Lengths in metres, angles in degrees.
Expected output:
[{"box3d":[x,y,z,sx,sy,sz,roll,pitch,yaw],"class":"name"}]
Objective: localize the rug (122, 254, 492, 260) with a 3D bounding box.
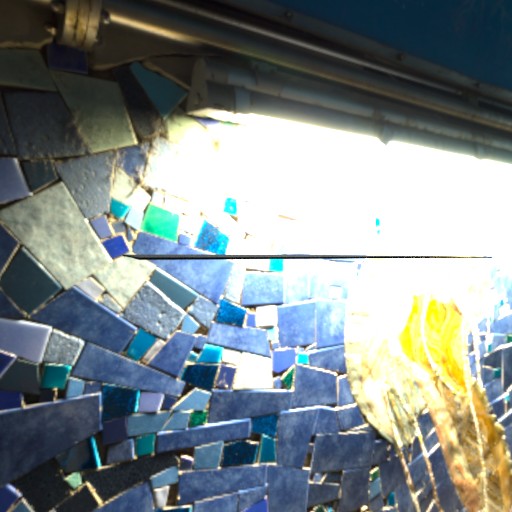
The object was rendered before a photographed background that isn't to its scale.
[{"box3d":[0.000,0.000,4.342,2.432,0.018,3.342,0,0,-18],"class":"rug"}]
